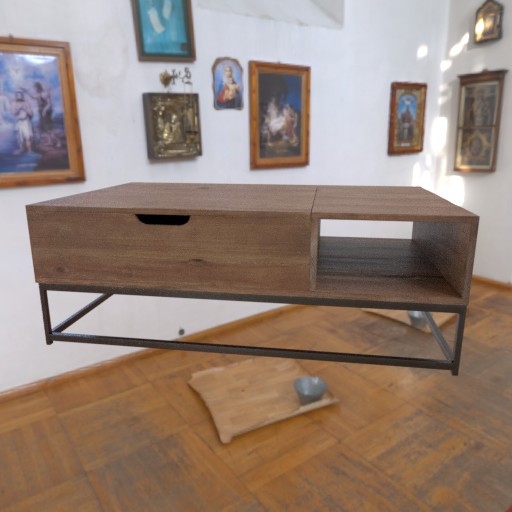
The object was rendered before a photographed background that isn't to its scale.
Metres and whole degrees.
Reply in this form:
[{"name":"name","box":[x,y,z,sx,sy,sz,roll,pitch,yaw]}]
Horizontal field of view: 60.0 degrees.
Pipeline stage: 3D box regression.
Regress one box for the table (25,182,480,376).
[{"name":"table","box":[0.000,0.000,1.420,1.101,0.395,0.655,2,15,9]}]
